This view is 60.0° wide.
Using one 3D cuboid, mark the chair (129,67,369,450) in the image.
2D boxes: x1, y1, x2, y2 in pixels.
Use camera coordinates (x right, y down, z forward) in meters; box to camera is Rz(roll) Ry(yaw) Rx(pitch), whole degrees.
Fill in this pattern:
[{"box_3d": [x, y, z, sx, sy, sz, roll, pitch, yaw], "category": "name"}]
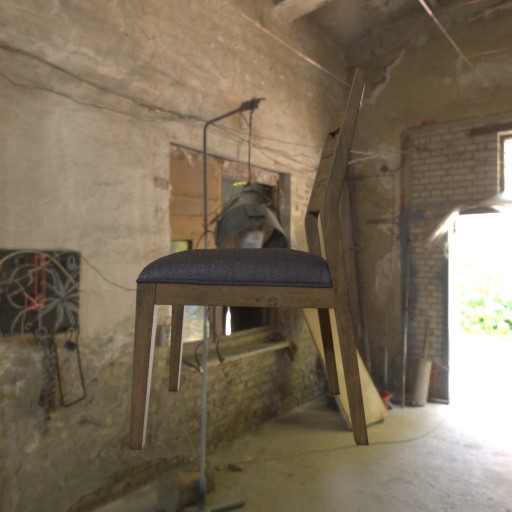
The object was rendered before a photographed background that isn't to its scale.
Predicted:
[{"box_3d": [0.000, 0.000, 1.316, 0.610, 0.939, 0.501, 0, 0, 1], "category": "chair"}]
